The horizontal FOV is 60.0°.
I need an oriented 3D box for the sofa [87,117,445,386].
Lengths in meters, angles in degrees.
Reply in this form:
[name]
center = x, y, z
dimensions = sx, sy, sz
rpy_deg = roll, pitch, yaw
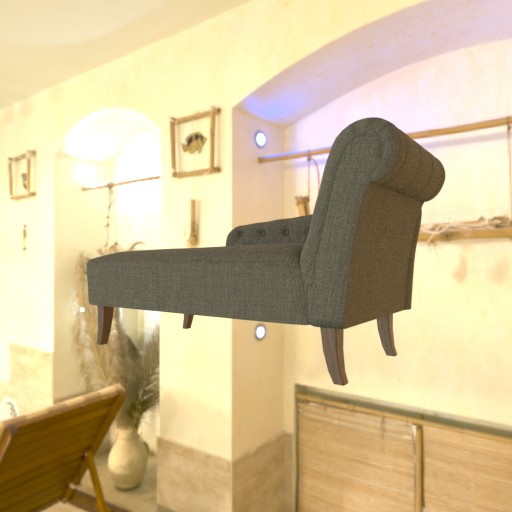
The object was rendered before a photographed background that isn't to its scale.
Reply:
[sofa]
center = 0.000, 0.000, 1.840
dimensions = 1.379, 0.787, 0.675
rpy_deg = 0, 0, 35
